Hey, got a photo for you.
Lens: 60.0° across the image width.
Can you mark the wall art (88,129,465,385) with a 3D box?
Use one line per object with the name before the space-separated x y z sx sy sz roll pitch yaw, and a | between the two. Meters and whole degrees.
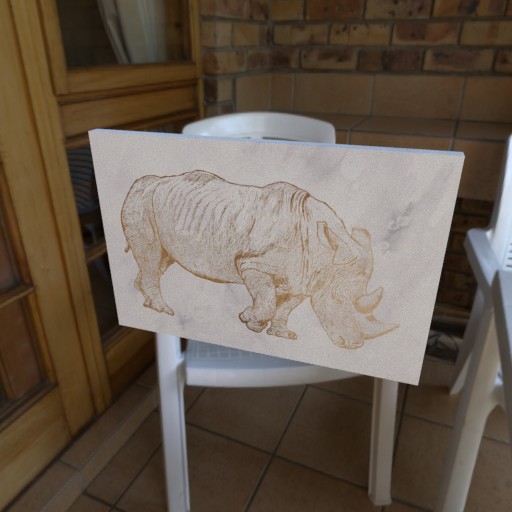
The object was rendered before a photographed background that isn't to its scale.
wall art | 0.000 0.000 1.188 0.915 0.610 0.038 8 27 16
